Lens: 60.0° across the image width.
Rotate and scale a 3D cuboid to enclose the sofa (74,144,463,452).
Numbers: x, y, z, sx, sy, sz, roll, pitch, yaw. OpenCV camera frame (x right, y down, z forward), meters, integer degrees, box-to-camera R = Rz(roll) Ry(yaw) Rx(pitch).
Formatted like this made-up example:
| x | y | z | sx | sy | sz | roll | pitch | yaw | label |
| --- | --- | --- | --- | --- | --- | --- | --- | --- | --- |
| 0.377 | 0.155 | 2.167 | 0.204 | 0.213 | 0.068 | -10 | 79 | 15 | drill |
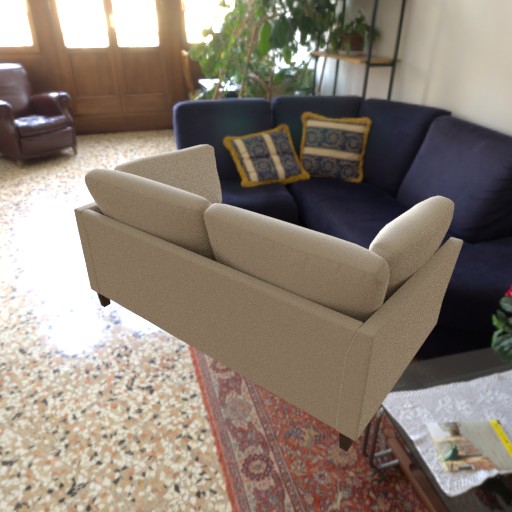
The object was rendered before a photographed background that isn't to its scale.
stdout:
| x | y | z | sx | sy | sz | roll | pitch | yaw | label |
| --- | --- | --- | --- | --- | --- | --- | --- | --- | --- |
| 0.000 | 0.000 | 2.336 | 1.776 | 0.836 | 0.970 | 21 | 35 | 32 | sofa |
